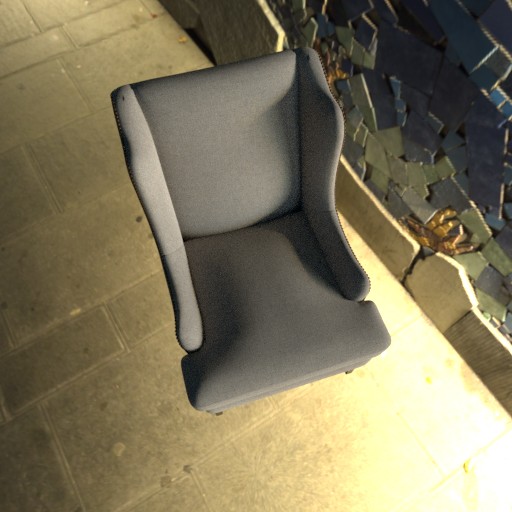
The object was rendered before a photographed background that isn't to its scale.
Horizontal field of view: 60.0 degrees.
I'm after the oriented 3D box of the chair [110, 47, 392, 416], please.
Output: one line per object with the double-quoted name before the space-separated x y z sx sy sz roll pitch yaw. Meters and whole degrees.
"chair" 0.000 0.000 1.664 0.737 1.029 0.940 -15 65 -7
